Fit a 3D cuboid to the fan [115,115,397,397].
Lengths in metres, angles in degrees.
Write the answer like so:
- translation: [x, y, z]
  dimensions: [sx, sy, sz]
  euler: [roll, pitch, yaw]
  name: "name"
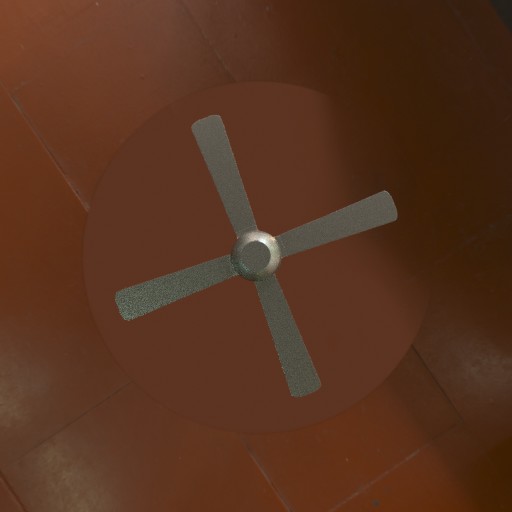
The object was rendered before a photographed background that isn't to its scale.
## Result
- translation: [0.000, 0.000, 2.002]
  dimensions: [1.321, 0.381, 1.321]
  euler: [0, 90, 0]
  name: "fan"
